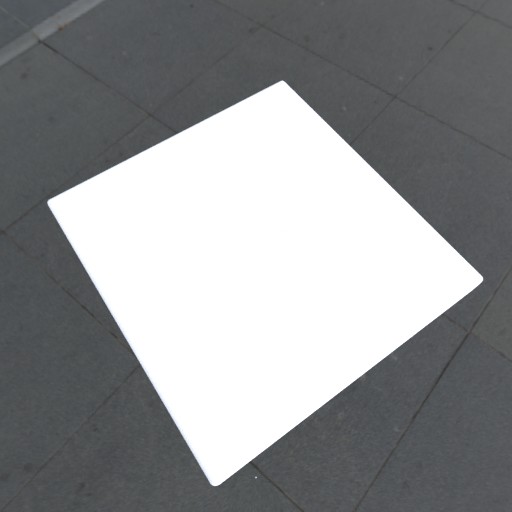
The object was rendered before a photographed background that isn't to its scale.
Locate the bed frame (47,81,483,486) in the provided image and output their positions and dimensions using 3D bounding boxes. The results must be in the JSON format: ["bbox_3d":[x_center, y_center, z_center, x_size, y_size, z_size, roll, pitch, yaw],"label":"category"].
[{"bbox_3d":[0.000,0.000,2.999,1.935,0.525,2.033,-32,68,-15],"label":"bed frame"}]
